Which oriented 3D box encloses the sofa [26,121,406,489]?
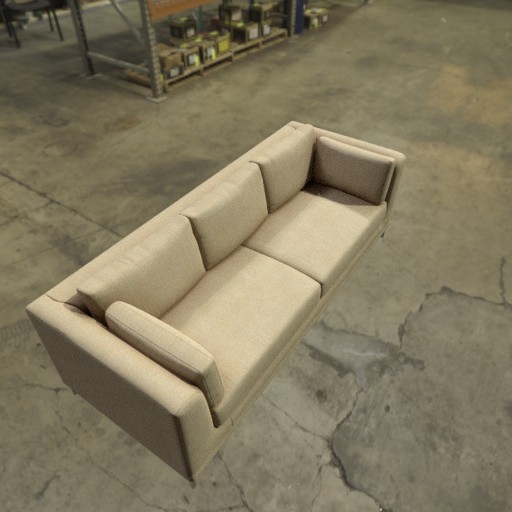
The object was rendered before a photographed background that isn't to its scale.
[{"bbox_3d":[0.000,0.000,2.810,0.969,0.867,2.415,25,48,25],"label":"sofa"}]
